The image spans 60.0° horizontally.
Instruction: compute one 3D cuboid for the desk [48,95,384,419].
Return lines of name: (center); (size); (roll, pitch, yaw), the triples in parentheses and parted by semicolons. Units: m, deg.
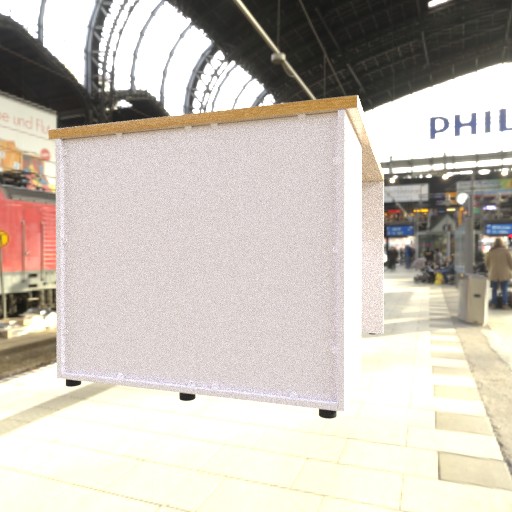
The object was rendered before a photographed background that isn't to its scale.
desk: (0.000, 0.000, 1.725); (0.900, 0.760, 1.170); (0, 1, 19)
